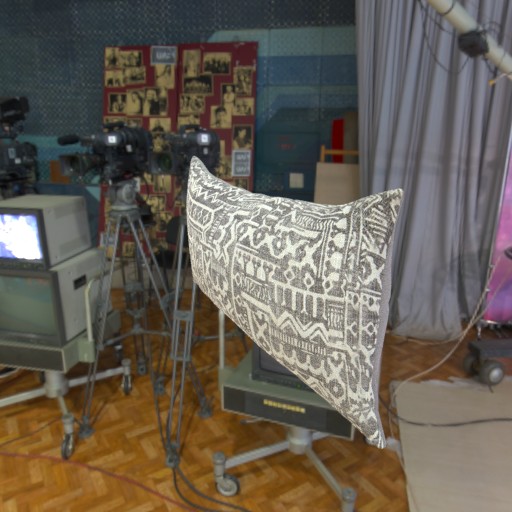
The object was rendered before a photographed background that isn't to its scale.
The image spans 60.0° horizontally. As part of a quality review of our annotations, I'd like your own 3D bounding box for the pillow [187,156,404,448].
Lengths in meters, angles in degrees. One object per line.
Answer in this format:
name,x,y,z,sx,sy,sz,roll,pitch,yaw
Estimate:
pillow,0.000,0.000,0.724,0.148,0.290,0.631,-8,18,-26
